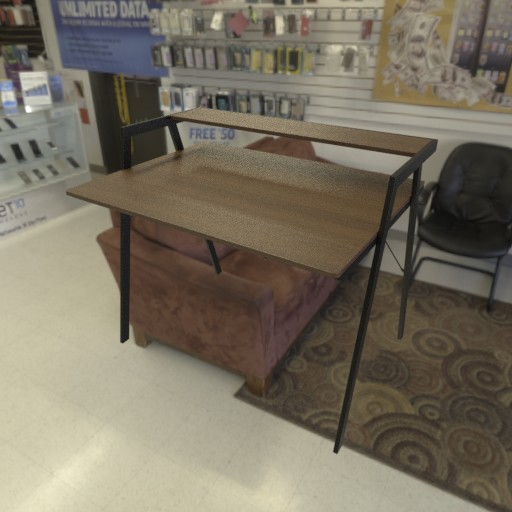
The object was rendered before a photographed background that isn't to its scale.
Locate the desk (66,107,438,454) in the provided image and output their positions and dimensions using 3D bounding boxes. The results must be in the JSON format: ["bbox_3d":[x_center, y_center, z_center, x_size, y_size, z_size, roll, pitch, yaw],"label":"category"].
[{"bbox_3d":[0.000,0.000,1.894,1.143,0.998,0.936,18,34,28],"label":"desk"}]
